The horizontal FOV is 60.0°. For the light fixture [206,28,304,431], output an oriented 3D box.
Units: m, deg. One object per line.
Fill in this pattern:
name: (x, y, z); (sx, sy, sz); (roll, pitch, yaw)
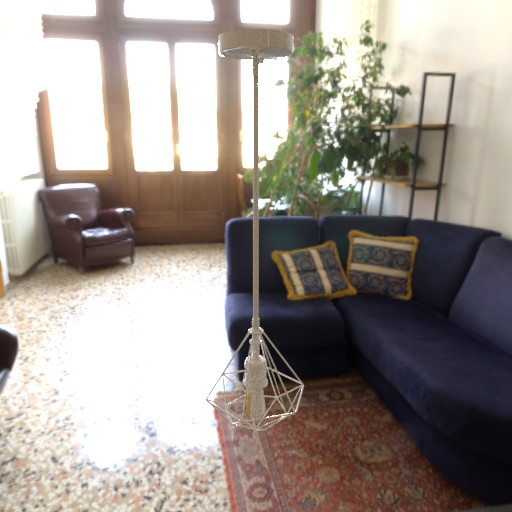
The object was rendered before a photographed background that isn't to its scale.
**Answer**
light fixture: (0.000, 0.000, 1.956); (0.487, 1.764, 0.431); (14, 20, 42)
